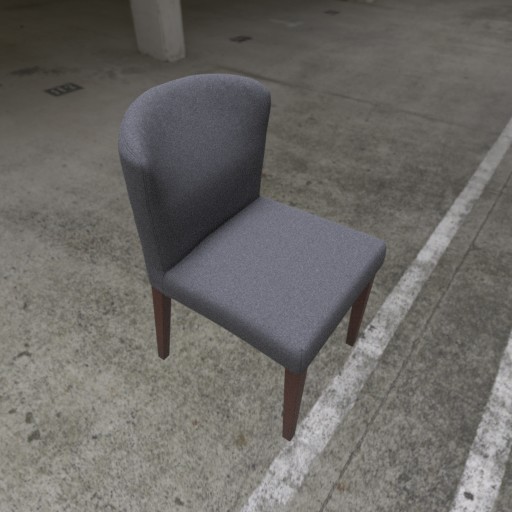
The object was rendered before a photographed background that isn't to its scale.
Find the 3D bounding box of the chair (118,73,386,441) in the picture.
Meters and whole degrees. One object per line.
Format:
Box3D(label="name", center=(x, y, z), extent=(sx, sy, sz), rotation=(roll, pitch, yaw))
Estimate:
Box3D(label="chair", center=(0.000, 0.000, 1.239), extent=(0.592, 0.839, 0.491), rotation=(25, 48, 25))
